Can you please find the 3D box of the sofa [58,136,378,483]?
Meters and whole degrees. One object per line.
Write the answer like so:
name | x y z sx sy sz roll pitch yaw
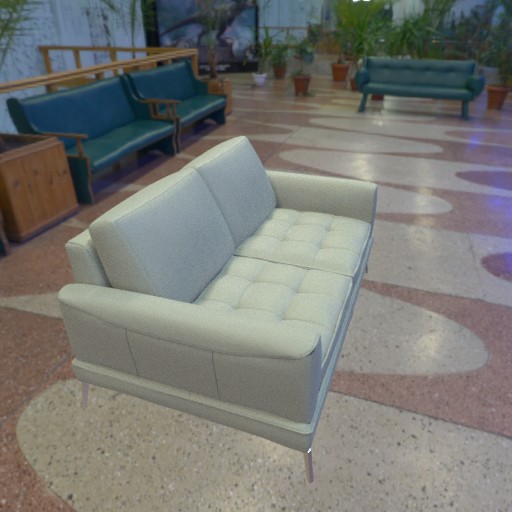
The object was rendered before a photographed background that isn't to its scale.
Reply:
sofa | 0.000 0.000 2.405 1.121 0.930 1.819 10 30 18
